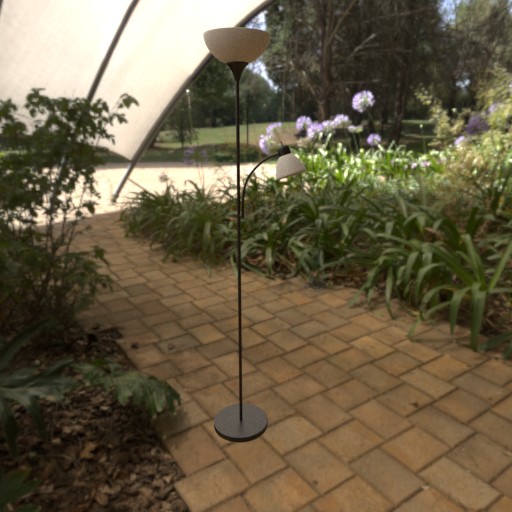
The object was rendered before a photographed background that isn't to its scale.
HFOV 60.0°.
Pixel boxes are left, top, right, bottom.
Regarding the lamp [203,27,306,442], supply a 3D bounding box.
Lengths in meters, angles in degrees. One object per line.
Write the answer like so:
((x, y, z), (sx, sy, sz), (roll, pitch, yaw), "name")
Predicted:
((0.000, 0.000, 1.971), (0.442, 1.804, 0.279), (8, 18, 26), "lamp")
